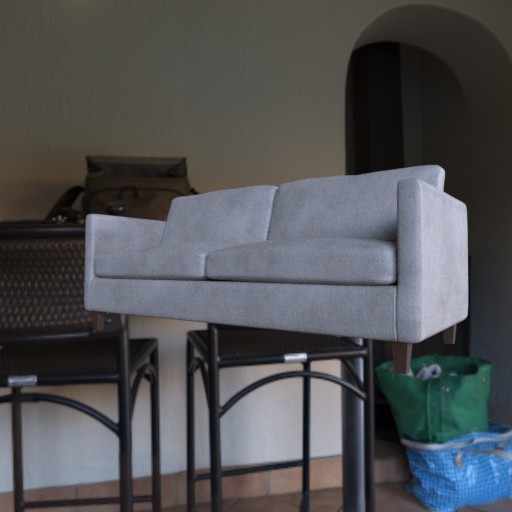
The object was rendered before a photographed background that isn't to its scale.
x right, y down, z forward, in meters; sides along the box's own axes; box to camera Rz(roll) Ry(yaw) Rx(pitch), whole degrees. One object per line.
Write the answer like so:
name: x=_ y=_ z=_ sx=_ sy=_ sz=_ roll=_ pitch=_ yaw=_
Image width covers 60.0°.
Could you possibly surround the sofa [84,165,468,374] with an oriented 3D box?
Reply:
sofa: x=0.000 y=0.000 z=2.686 sx=2.208 sy=0.965 sz=0.951 roll=-1 pitch=-1 yaw=36
